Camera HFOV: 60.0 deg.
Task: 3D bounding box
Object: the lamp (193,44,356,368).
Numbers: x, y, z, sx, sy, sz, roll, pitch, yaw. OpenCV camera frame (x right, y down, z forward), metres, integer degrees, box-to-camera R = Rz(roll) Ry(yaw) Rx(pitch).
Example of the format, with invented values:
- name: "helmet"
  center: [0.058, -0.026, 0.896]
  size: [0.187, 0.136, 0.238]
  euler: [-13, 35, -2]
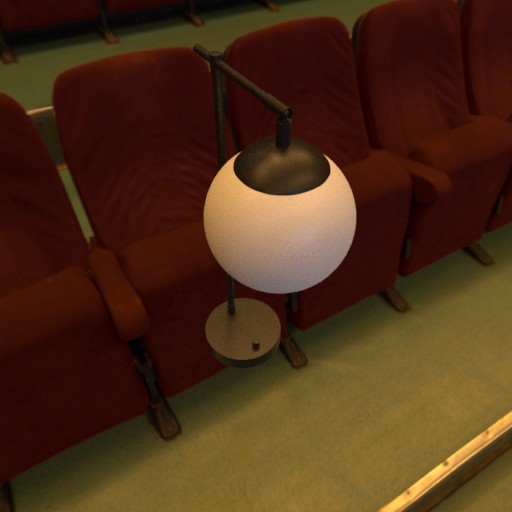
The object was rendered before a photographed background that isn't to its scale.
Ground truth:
- name: "lamp"
  center: [0.000, 0.000, 0.702]
  size: [0.197, 0.559, 0.316]
  euler: [-23, 49, -21]
